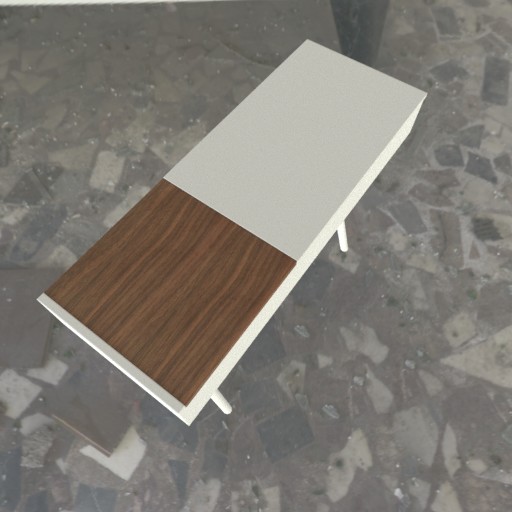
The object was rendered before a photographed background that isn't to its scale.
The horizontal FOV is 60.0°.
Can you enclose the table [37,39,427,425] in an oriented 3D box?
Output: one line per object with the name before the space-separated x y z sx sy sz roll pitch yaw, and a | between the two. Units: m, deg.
table | 0.000 0.000 1.441 0.418 0.785 1.066 33 66 16
